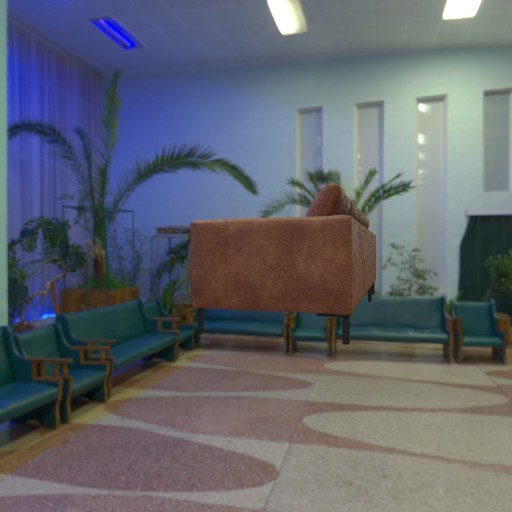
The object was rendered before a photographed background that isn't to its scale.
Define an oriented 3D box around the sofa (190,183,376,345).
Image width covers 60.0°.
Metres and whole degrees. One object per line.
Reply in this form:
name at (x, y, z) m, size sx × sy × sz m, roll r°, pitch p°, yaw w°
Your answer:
sofa at (0.000, 0.000, 3.907) m, size 1.938 × 0.877 × 2.984 m, roll 0°, pitch 1°, yaw 18°
